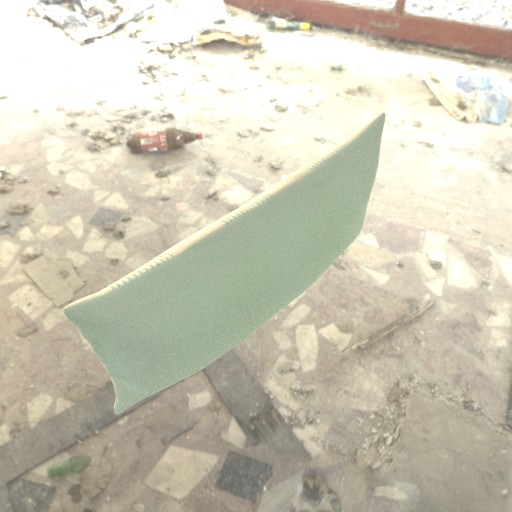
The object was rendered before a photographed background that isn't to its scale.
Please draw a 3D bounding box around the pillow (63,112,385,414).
[{"bbox_3d":[0.000,0.000,0.735,0.610,0.287,0.151,-35,56,-28],"label":"pillow"}]
